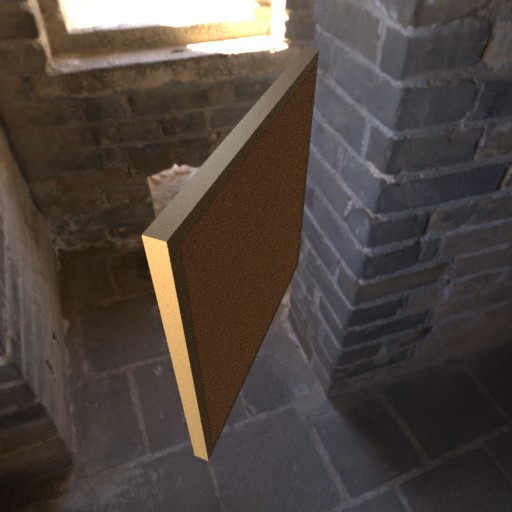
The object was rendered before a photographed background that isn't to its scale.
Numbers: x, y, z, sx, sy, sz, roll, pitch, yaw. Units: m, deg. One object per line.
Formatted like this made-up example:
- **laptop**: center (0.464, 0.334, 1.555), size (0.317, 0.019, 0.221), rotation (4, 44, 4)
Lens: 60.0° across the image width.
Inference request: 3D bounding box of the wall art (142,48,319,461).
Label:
- **wall art**: center (0.000, 0.000, 2.847), size (0.099, 1.926, 1.926), rotation (15, 46, 15)
